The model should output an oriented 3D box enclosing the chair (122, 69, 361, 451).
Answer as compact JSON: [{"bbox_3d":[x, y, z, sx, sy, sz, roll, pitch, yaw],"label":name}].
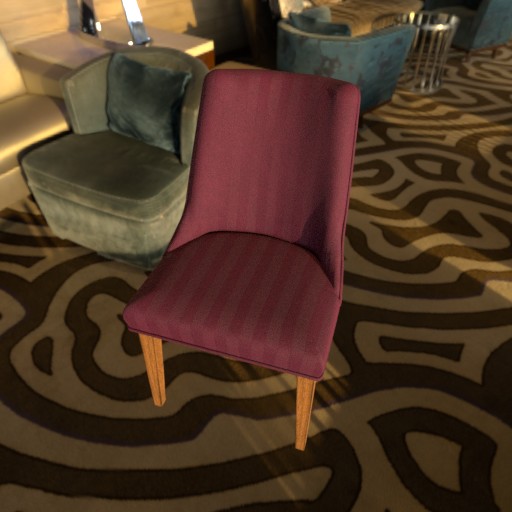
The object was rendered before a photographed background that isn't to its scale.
[{"bbox_3d":[0.000,0.000,1.327,0.548,0.916,0.638,12,42,14],"label":"chair"}]
